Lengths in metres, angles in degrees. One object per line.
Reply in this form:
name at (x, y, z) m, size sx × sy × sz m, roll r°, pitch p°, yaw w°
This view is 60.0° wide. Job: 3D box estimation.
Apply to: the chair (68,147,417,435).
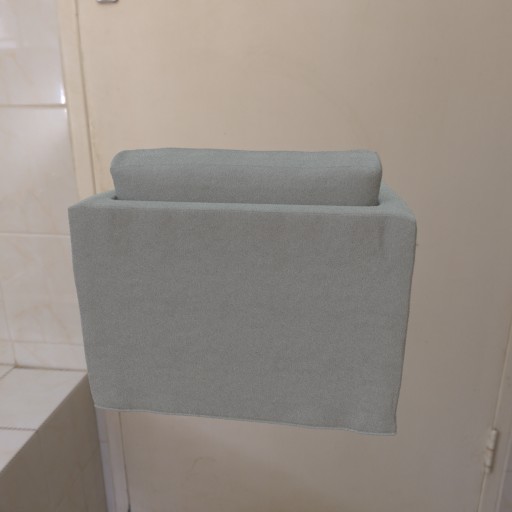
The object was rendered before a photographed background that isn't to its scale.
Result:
chair at (0.000, 0.000, 1.769) m, size 1.057 × 0.863 × 0.949 m, roll 2°, pitch 17°, yaw 8°
